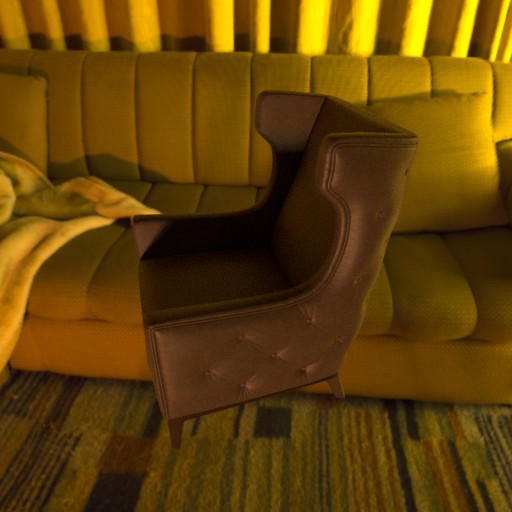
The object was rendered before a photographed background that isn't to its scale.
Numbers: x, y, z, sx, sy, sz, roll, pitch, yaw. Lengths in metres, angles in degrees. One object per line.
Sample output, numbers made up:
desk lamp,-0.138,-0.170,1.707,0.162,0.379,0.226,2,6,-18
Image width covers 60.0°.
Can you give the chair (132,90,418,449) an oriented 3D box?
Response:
chair,0.000,0.000,1.692,0.899,1.079,0.769,-8,32,-14
